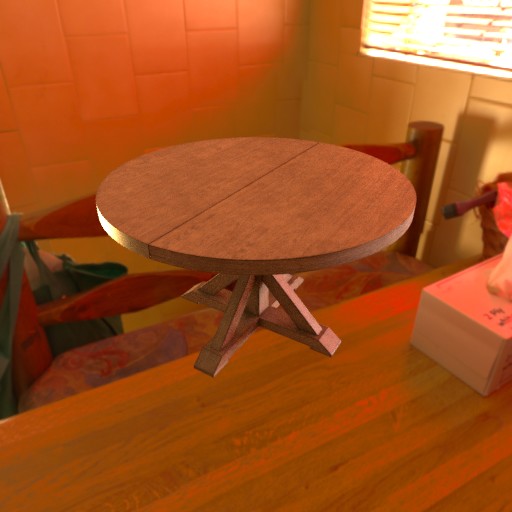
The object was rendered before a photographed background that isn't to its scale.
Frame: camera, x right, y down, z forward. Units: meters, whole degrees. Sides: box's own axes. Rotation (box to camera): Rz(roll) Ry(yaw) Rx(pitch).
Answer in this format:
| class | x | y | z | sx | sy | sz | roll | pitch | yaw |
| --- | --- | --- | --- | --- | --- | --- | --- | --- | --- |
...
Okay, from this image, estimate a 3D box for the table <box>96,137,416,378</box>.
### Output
| class | x | y | z | sx | sy | sz | roll | pitch | yaw |
| --- | --- | --- | --- | --- | --- | --- | --- | --- | --- |
| table | 0.000 | 0.000 | 2.166 | 1.363 | 0.781 | 1.363 | 0 | 31 | 0 |
